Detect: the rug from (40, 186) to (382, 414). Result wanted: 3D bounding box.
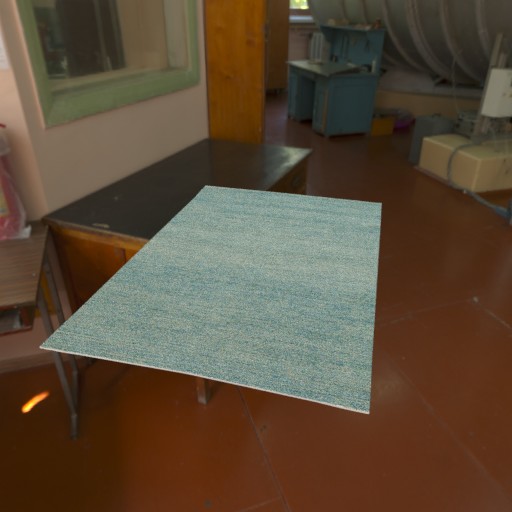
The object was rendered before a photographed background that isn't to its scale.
[{"bbox_3d":[0.000,0.000,2.969,1.593,0.029,2.305,8,31,13],"label":"rug"}]
